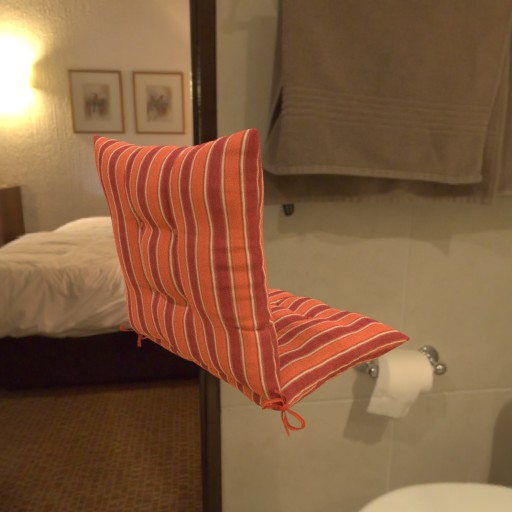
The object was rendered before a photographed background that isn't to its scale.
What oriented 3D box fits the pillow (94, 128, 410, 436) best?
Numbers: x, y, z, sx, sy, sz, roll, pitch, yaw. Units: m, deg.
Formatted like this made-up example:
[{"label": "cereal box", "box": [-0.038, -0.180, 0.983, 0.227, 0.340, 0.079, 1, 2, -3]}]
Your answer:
[{"label": "pillow", "box": [0.000, 0.000, 1.020, 0.585, 0.536, 0.541, -13, 18, -43]}]
